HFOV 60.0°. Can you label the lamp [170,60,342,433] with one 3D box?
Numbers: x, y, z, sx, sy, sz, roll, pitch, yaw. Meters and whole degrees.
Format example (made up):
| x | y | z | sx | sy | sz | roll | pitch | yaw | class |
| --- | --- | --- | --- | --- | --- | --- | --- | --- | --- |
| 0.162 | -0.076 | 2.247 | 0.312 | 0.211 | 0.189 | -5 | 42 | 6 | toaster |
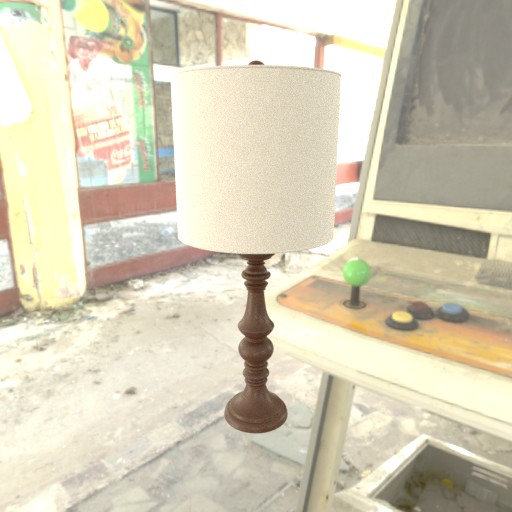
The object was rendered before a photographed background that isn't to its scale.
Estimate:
| x | y | z | sx | sy | sz | roll | pitch | yaw | class |
| --- | --- | --- | --- | --- | --- | --- | --- | --- | --- |
| 0.000 | 0.000 | 0.732 | 0.250 | 0.597 | 0.250 | -7 | 17 | -25 | lamp |
